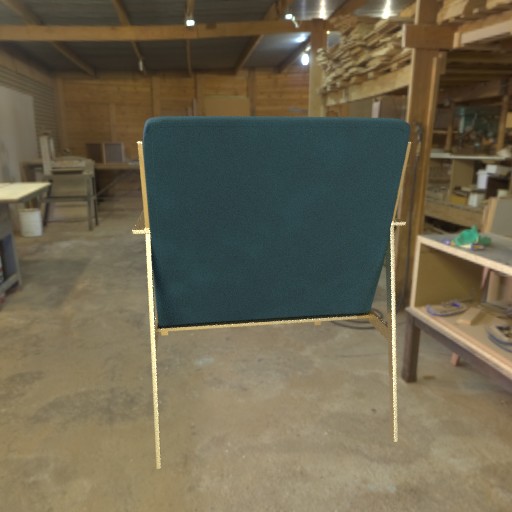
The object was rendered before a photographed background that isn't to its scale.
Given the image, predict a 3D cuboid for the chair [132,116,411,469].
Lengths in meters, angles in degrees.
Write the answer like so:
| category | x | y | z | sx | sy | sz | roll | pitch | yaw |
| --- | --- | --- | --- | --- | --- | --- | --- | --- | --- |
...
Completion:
| category | x | y | z | sx | sy | sz | roll | pitch | yaw |
| --- | --- | --- | --- | --- | --- | --- | --- | --- | --- |
| chair | 0.000 | 0.000 | 1.437 | 0.692 | 0.831 | 0.859 | -2 | 15 | -9 |
